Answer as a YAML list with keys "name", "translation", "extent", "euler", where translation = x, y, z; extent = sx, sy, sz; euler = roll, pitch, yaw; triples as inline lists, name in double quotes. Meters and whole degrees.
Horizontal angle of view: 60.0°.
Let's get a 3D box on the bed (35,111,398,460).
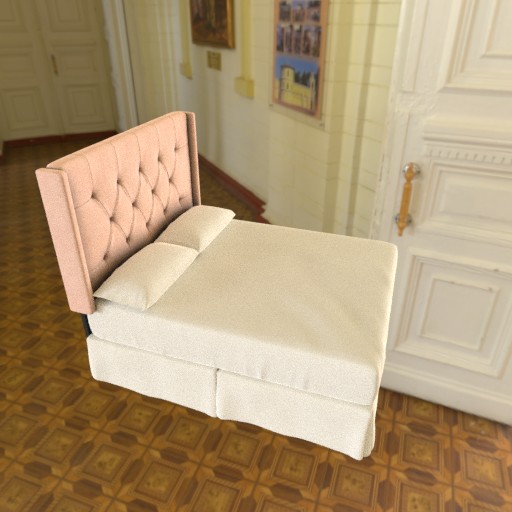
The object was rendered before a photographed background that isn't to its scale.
- name: "bed"
  translation: [0.000, 0.000, 3.287]
  extent: [2.066, 1.665, 1.719]
  euler: [10, 31, 17]
